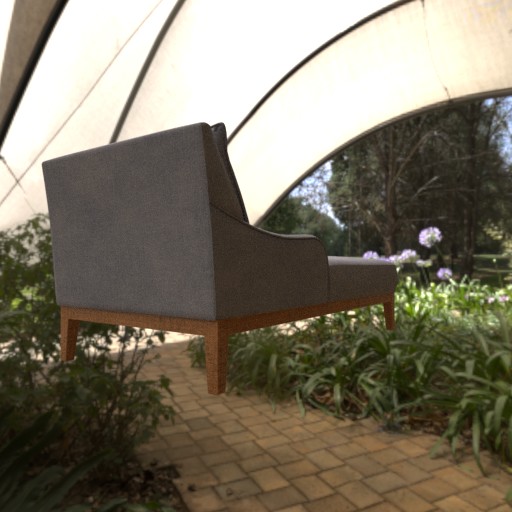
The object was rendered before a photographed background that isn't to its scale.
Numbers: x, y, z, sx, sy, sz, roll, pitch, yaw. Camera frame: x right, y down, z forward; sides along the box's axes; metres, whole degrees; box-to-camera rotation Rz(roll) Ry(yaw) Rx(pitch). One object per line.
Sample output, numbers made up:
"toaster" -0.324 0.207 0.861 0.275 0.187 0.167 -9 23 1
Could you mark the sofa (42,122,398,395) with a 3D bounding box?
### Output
"sofa" 0.000 0.000 2.260 0.904 0.883 1.779 -1 -1 35
